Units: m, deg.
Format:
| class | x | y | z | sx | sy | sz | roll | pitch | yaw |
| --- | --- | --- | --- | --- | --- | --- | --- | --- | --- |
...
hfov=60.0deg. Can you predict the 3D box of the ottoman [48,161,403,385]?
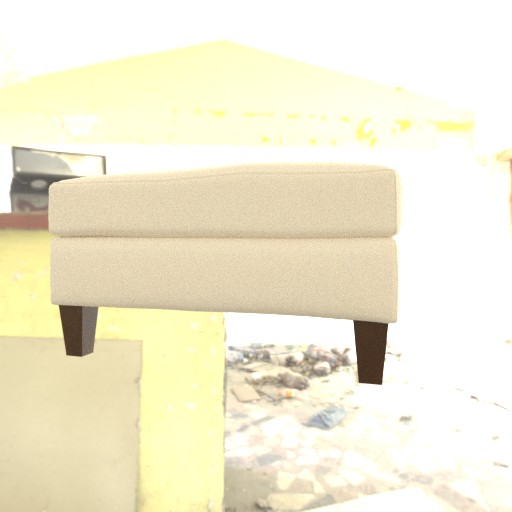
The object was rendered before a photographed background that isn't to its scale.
| class | x | y | z | sx | sy | sz | roll | pitch | yaw |
| --- | --- | --- | --- | --- | --- | --- | --- | --- | --- |
| ottoman | 0.000 | 0.000 | 1.350 | 0.838 | 0.479 | 0.838 | 1 | 2 | 17 |
